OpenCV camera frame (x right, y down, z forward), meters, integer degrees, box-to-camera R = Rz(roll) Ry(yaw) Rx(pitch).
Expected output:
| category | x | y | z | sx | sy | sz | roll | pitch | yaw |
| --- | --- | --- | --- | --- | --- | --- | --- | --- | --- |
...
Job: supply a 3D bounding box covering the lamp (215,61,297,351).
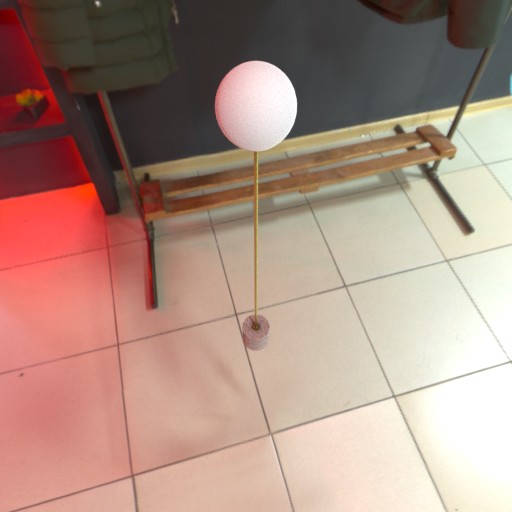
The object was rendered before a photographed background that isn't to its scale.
| category | x | y | z | sx | sy | sz | roll | pitch | yaw |
| --- | --- | --- | --- | --- | --- | --- | --- | --- | --- |
| lamp | 0.000 | 0.000 | 1.869 | 0.229 | 1.748 | 0.229 | 14 | 58 | 9 |
